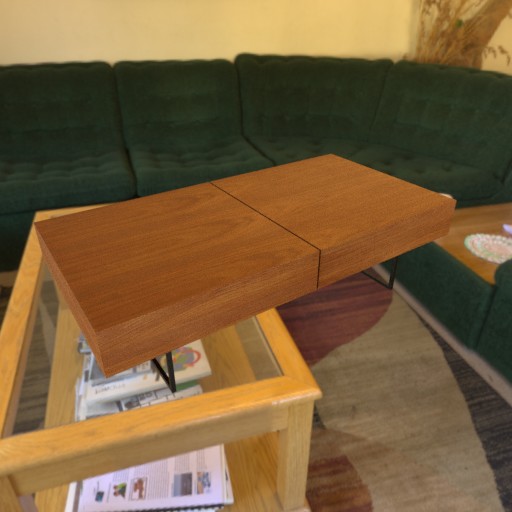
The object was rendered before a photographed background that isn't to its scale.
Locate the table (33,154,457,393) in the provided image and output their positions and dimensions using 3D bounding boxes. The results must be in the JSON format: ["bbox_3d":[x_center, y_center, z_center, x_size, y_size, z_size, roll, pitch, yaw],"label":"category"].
[{"bbox_3d":[0.000,0.000,1.480,1.194,0.330,0.610,-19,35,-29],"label":"table"}]
